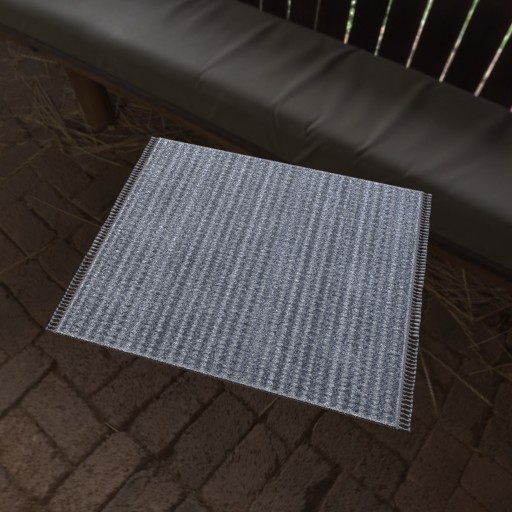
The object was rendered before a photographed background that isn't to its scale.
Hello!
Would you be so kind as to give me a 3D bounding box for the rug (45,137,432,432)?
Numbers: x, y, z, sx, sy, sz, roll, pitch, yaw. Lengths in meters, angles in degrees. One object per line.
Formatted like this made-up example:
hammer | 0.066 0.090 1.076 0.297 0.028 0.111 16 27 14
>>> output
rug | 0.000 0.000 3.924 2.910 0.013 2.256 13 60 8
